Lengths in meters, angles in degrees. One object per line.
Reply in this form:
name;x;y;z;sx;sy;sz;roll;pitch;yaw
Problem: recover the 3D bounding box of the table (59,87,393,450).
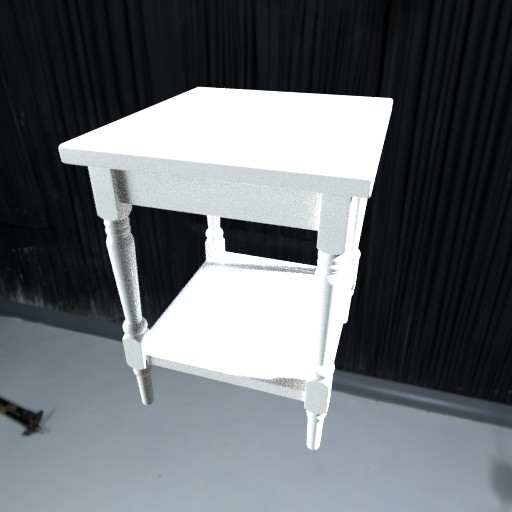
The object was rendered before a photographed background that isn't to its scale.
table;0.000;0.000;0.920;0.442;0.565;0.488;9;32;15
